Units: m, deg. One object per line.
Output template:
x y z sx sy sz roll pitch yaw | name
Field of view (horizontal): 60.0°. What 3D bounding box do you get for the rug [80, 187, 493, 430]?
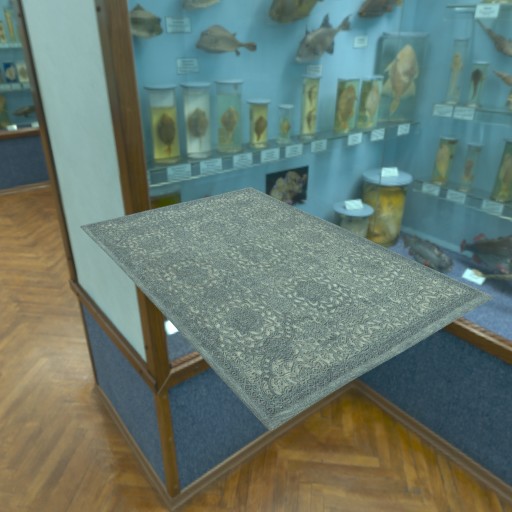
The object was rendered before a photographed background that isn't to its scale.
0.000 0.000 2.257 1.224 0.016 1.830 -18 33 -31 | rug
